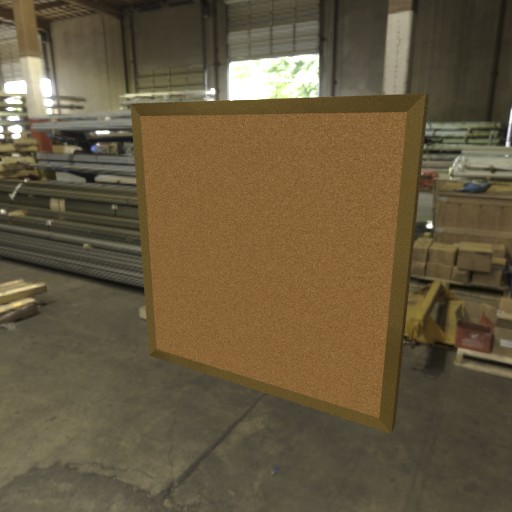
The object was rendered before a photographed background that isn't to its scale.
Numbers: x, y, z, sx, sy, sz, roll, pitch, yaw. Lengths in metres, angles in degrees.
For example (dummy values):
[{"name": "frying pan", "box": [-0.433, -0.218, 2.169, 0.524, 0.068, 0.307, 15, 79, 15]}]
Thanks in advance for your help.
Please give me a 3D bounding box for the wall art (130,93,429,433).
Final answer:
[{"name": "wall art", "box": [0.000, 0.000, 1.144, 0.762, 0.762, 0.038, 9, 19, 28]}]
